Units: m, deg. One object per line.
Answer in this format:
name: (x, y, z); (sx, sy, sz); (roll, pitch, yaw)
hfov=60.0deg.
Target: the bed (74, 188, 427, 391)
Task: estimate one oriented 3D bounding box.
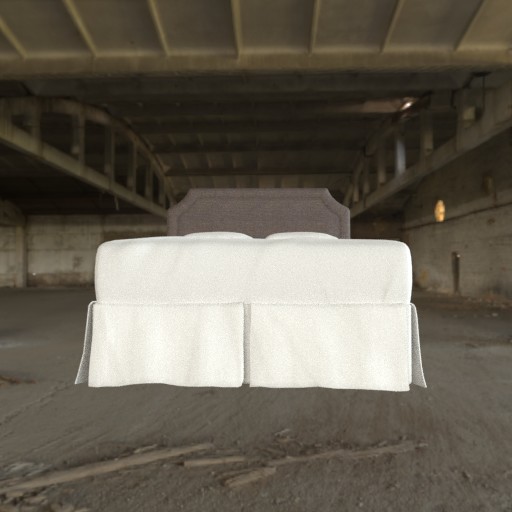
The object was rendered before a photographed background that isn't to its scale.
bed: (0.000, 0.000, 3.073); (1.693, 1.290, 2.116); (0, -1, 1)
